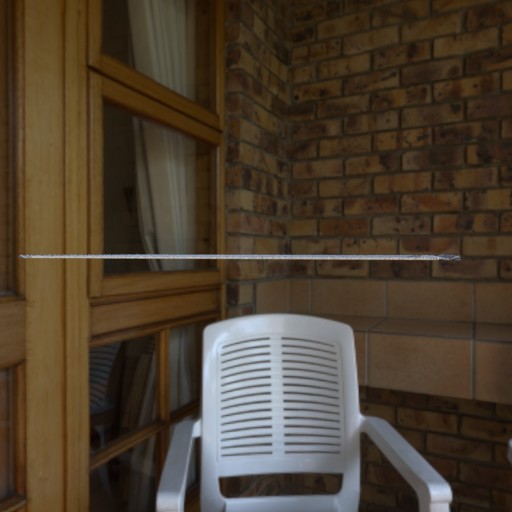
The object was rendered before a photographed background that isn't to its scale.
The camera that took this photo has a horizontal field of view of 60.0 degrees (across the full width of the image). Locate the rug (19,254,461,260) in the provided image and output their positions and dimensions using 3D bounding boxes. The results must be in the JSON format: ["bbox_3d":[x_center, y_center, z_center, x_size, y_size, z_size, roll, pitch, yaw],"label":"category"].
[{"bbox_3d":[0.000,0.000,2.897,2.312,0.017,1.613,0,0,20],"label":"rug"}]
